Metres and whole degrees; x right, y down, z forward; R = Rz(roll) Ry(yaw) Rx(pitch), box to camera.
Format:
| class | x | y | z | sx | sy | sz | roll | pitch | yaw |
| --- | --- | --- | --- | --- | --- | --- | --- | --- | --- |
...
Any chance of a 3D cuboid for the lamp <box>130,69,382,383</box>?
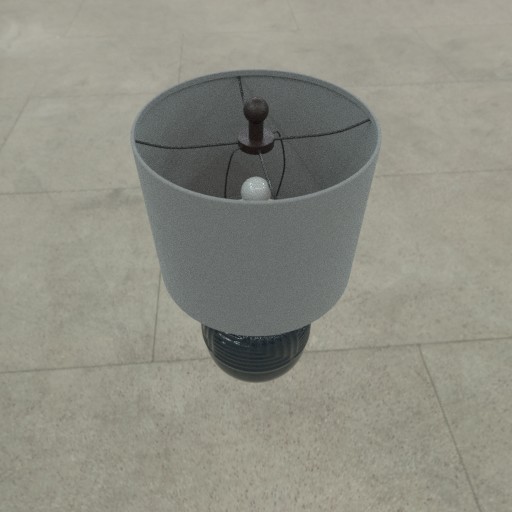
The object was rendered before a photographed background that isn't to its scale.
| class | x | y | z | sx | sy | sz | roll | pitch | yaw |
| --- | --- | --- | --- | --- | --- | --- | --- | --- | --- |
| lamp | 0.000 | 0.000 | 0.751 | 0.318 | 0.567 | 0.318 | 0 | 47 | 0 |
